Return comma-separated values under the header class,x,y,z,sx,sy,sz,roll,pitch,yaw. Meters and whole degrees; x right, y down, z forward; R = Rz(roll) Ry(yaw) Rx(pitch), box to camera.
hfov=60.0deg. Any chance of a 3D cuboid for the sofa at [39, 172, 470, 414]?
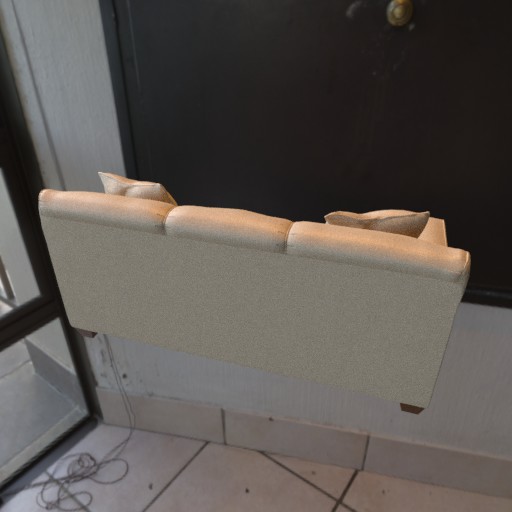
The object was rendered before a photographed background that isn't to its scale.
class,x,y,z,sx,sy,sz,roll,pitch,yaw
sofa,0.000,0.000,2.541,2.024,0.958,0.997,9,33,15
